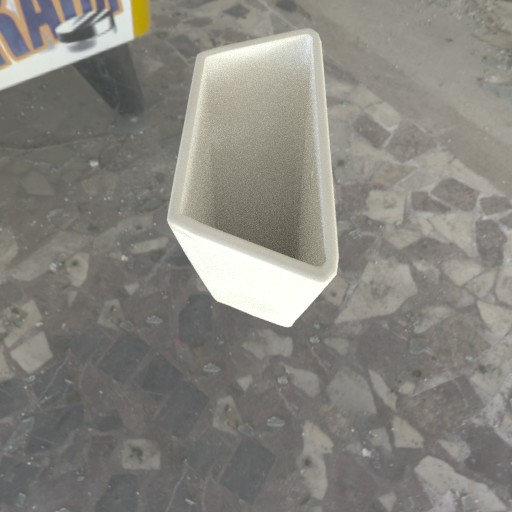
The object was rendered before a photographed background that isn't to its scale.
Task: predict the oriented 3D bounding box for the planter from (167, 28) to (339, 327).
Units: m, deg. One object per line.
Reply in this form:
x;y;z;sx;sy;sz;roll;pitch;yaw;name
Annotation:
0.000;0.000;0.266;0.060;0.197;0.150;2;57;1;planter
